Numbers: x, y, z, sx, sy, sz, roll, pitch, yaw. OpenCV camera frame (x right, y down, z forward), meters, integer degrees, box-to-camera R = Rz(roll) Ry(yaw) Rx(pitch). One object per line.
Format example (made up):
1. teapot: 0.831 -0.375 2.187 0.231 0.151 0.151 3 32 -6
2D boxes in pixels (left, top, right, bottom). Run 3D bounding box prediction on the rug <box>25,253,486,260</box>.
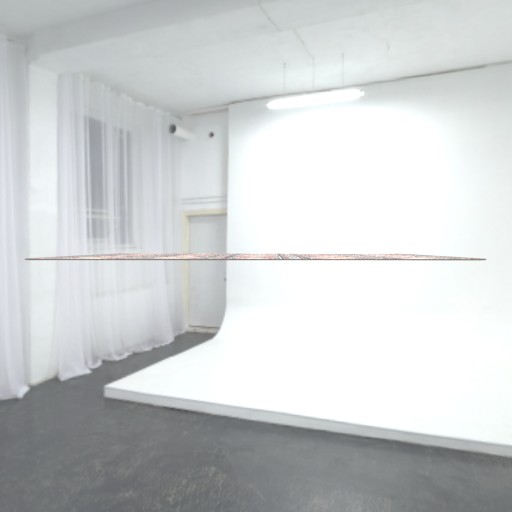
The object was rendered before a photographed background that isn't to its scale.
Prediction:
1. rug: 0.000 0.000 3.089 2.440 0.010 1.545 0 1 1
